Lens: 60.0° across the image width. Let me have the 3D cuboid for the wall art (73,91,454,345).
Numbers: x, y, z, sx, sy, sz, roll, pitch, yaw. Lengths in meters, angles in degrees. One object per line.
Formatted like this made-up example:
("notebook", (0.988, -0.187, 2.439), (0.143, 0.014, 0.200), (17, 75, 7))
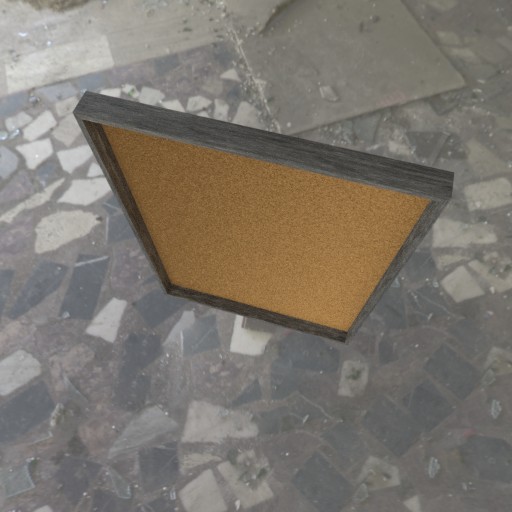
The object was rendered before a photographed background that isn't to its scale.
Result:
("wall art", (0.000, 0.000, 1.325), (0.762, 1.016, 0.063), (15, 65, 7))
